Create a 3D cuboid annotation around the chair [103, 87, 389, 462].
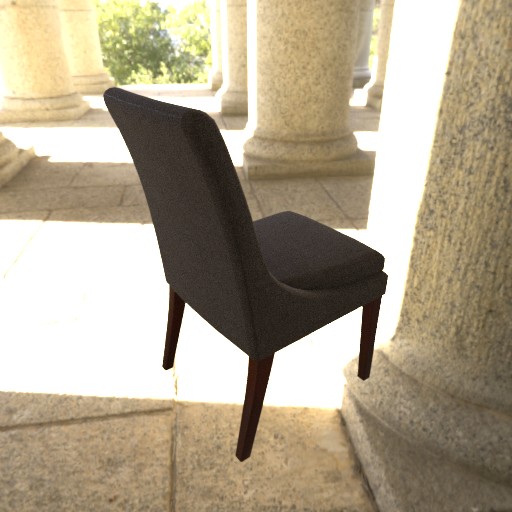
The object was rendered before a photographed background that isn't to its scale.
[{"bbox_3d":[0.000,0.000,1.321,0.655,0.952,0.508,-19,33,-32],"label":"chair"}]
